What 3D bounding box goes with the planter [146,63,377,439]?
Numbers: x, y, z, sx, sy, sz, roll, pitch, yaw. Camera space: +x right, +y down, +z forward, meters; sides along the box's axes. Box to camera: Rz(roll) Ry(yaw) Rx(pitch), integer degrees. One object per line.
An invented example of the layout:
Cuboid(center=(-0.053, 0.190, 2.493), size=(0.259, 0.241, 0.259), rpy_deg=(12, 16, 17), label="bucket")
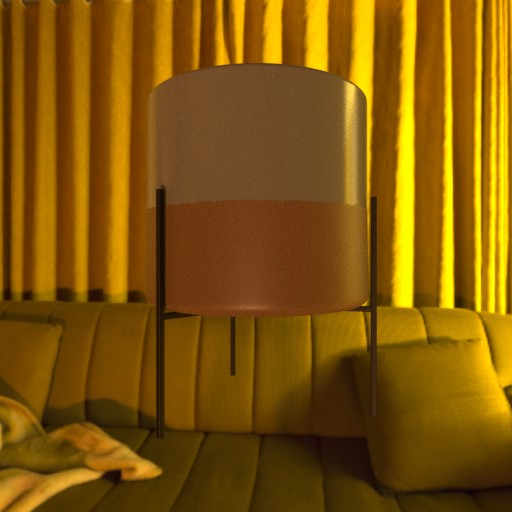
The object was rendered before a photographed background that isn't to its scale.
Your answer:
Cuboid(center=(0.000, 0.000, 0.720), size=(0.348, 0.480, 0.360), rpy_deg=(0, 0, -15), label="planter")
